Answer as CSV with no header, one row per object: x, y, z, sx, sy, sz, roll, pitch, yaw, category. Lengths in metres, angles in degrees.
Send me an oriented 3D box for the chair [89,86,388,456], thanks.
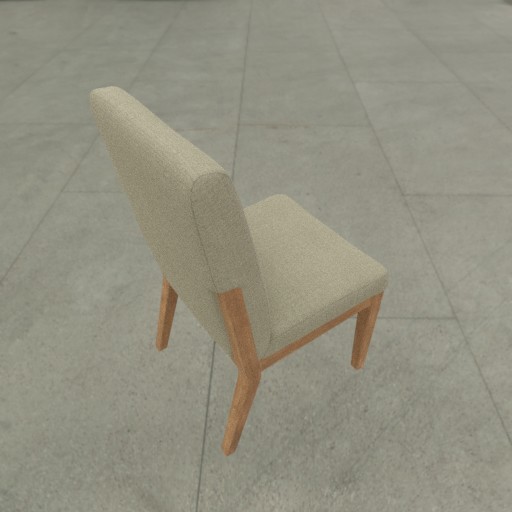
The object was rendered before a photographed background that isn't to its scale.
0.000,0.000,1.230,0.586,0.911,0.507,-24,46,-26,chair
